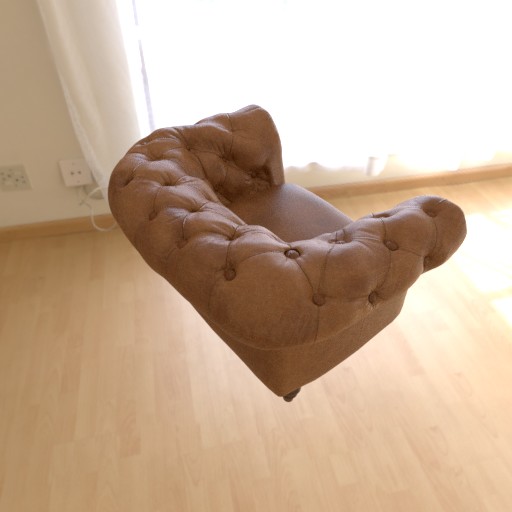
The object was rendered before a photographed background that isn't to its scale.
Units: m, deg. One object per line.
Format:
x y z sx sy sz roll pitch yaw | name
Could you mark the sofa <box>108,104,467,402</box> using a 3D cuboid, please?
0.000 0.000 2.056 1.033 0.878 1.405 -27 48 -28 | sofa
